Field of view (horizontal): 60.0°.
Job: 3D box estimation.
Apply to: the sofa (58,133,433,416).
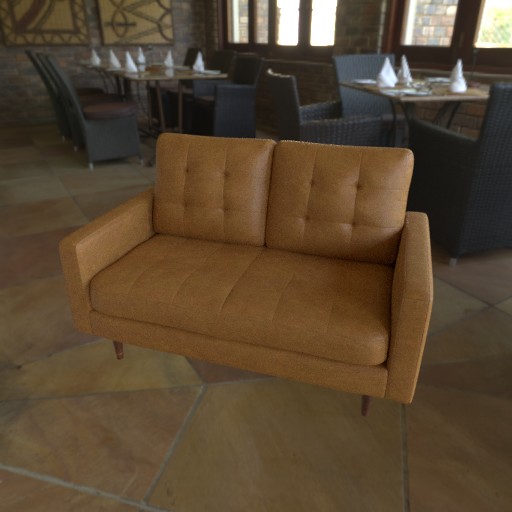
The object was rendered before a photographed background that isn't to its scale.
[{"bbox_3d":[0.000,0.000,1.954,1.430,0.898,0.868,8,27,16],"label":"sofa"}]
